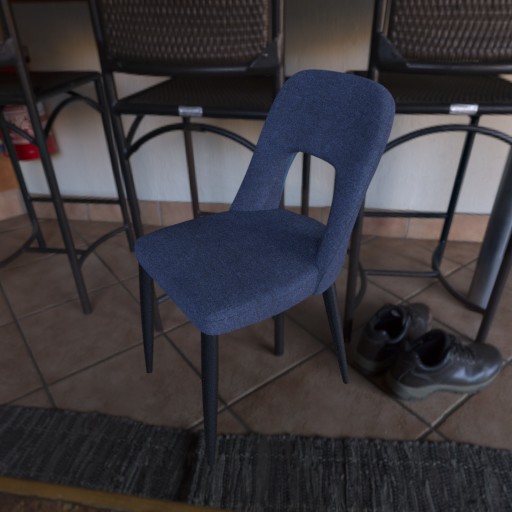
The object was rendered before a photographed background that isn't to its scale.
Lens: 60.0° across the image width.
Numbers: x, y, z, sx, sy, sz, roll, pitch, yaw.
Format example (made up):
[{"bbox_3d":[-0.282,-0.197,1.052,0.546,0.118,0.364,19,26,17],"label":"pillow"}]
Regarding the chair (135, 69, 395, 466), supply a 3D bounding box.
[{"bbox_3d":[0.000,0.000,1.266,0.612,0.931,0.470,-20,36,-29],"label":"chair"}]
